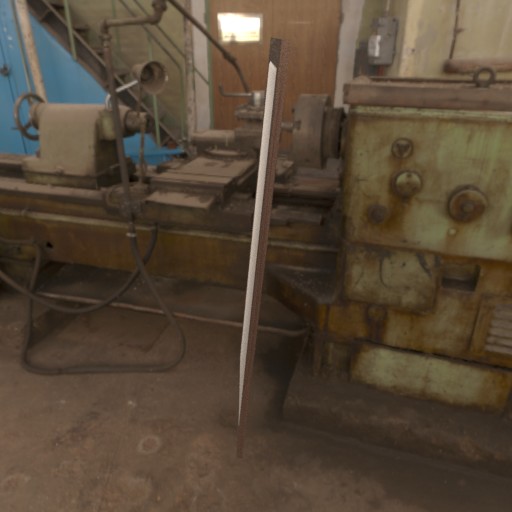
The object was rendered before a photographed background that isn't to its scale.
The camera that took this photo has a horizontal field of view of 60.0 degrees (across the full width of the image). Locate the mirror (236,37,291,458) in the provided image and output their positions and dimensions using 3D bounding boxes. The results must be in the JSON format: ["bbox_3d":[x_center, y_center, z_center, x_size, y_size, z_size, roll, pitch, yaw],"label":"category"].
[{"bbox_3d":[0.000,0.000,2.291,0.221,2.020,0.812,0,27,-1],"label":"mirror"}]
